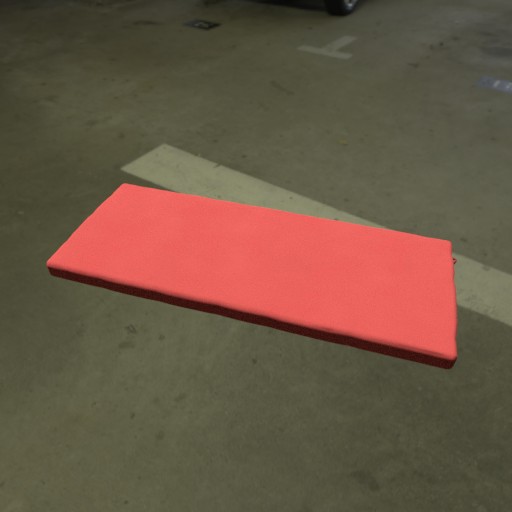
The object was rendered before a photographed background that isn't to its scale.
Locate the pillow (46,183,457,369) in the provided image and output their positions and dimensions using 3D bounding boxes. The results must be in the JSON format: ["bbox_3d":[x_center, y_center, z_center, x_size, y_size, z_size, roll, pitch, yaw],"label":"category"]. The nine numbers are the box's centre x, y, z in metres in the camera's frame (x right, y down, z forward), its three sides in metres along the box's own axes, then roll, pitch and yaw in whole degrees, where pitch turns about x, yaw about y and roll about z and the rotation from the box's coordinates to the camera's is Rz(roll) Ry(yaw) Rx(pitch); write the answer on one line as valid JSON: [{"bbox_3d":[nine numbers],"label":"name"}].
[{"bbox_3d":[0.000,0.000,1.357,1.187,0.081,0.492,11,43,13],"label":"pillow"}]
